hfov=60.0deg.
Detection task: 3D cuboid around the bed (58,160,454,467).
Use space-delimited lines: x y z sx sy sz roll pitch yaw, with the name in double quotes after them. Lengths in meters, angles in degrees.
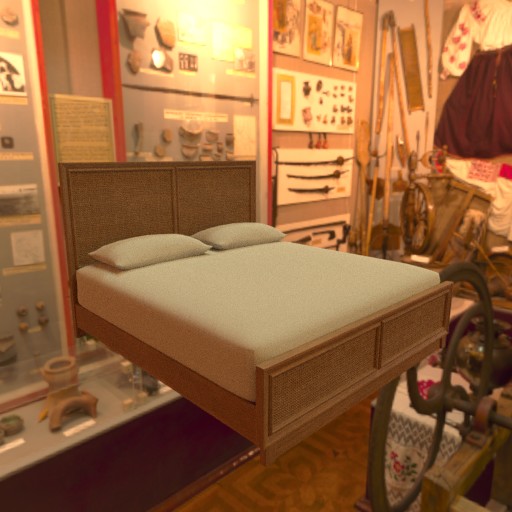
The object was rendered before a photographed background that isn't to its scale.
0.000 0.000 3.368 2.003 1.387 2.184 -12 17 -43 "bed"
